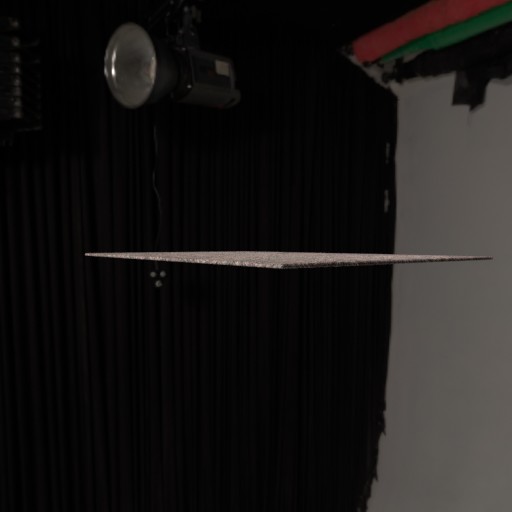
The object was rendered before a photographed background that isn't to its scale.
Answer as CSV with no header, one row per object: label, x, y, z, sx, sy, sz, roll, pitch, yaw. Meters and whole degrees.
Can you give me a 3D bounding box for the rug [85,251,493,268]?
rug,0.000,0.000,2.877,1.501,0.017,2.298,-1,2,-37
